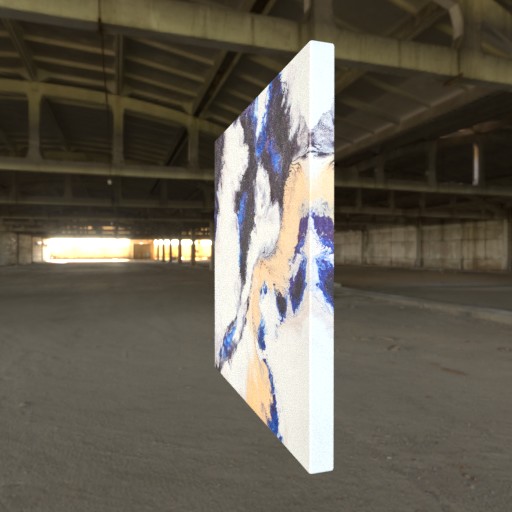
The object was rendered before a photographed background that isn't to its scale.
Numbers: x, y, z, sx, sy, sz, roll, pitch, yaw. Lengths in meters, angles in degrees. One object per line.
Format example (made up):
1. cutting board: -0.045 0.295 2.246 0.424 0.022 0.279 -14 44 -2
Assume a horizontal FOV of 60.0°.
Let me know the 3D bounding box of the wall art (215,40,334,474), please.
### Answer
1. wall art: 0.000 0.000 0.914 0.039 0.609 0.609 0 1 -18
